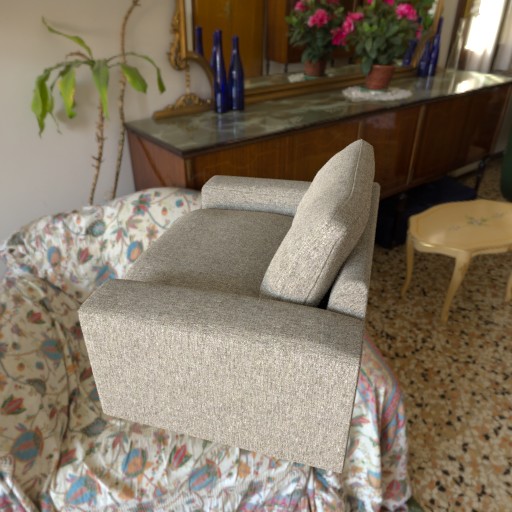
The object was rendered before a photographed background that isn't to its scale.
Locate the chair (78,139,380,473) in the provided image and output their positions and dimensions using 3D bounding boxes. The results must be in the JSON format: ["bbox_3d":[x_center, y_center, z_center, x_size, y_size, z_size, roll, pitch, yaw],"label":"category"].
[{"bbox_3d":[0.000,0.000,2.061,1.039,0.915,1.398,8,32,14],"label":"chair"}]
